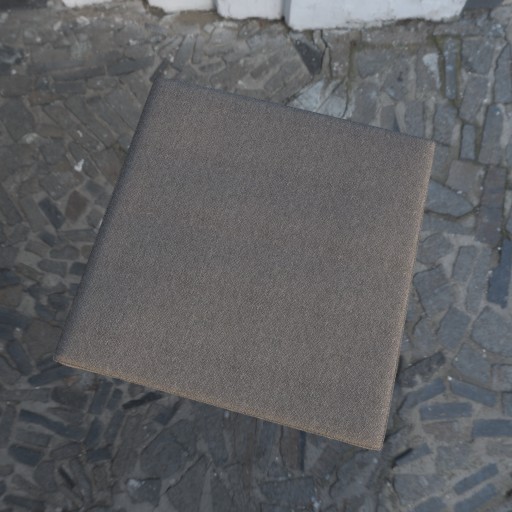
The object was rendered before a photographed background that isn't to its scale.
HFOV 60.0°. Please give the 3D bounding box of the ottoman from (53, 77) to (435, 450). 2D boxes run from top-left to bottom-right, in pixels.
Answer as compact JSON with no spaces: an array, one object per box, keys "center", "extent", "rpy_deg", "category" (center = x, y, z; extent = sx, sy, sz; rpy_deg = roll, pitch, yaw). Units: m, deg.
[{"center":[0.000,0.000,1.499],"extent":[0.970,0.378,0.981],"rpy_deg":[14,76,4],"category":"ottoman"}]
